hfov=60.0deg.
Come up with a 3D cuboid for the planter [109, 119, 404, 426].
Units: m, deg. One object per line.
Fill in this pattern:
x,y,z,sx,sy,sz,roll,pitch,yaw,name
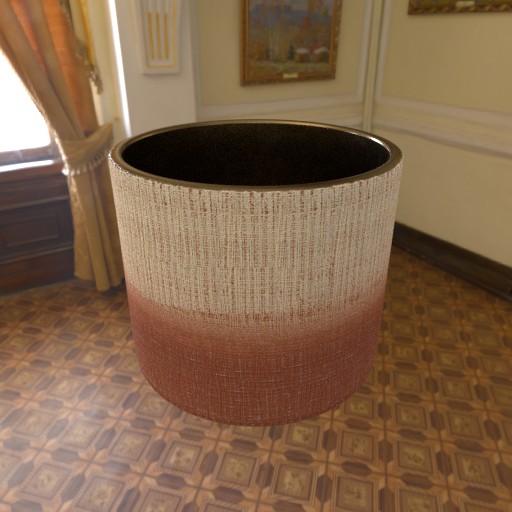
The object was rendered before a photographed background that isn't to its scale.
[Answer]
0.000,0.000,0.439,0.254,0.221,0.254,0,27,0,planter
